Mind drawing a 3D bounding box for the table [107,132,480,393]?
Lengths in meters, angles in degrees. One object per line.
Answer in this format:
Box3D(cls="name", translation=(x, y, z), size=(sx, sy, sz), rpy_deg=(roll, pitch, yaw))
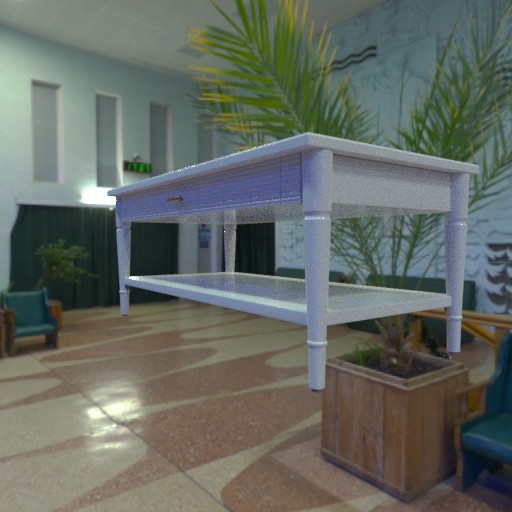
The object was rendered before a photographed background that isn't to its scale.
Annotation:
Box3D(cls="table", translation=(0.000, 0.000, 1.344), size=(0.559, 0.457, 1.067), rpy_deg=(-1, 2, -36))
